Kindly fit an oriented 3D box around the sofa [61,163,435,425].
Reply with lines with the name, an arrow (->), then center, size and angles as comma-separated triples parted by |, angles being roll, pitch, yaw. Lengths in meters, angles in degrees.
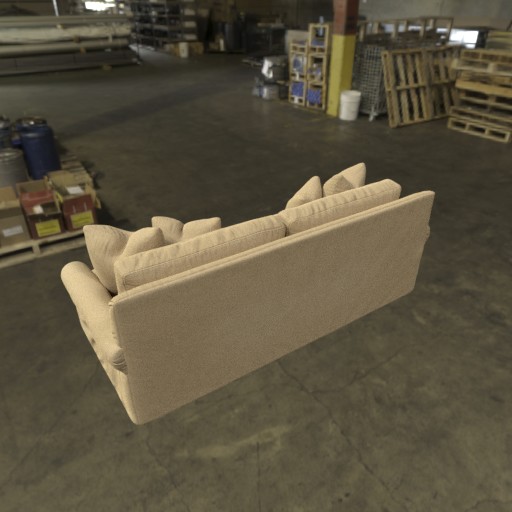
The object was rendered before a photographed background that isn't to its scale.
sofa -> 0.000, 0.000, 2.929 | 2.285, 0.904, 1.067 | -19, 36, -29
